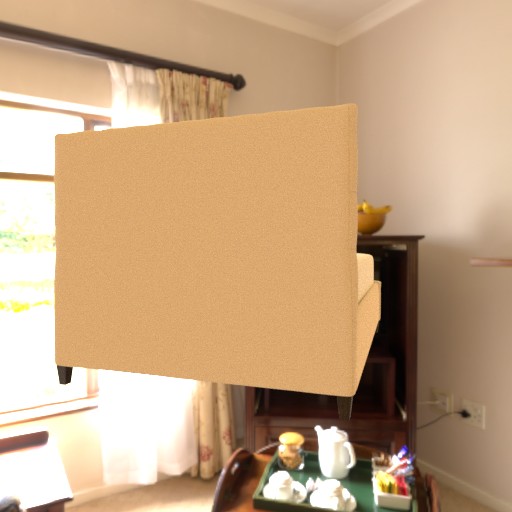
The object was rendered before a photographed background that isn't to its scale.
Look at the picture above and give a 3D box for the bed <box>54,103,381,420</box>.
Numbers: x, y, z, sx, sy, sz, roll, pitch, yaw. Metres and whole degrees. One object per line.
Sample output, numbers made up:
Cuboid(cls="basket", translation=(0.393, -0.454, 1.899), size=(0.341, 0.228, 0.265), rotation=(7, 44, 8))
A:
Cuboid(cls="bed", translation=(0.000, 0.000, 3.280), size=(1.696, 1.426, 2.233), rotation=(0, 1, 19))
